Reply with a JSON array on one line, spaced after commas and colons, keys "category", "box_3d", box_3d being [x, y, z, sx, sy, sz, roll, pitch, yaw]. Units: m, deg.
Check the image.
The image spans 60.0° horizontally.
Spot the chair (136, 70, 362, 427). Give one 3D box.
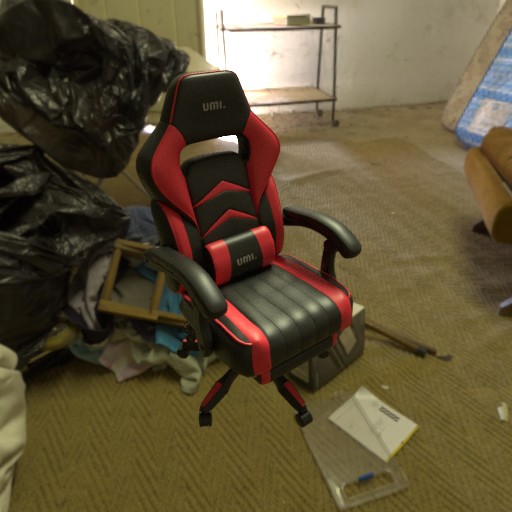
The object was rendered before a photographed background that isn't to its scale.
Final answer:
[{"category": "chair", "box_3d": [0.000, 0.000, 1.654, 0.700, 1.220, 0.700, -21, 37, -30]}]
